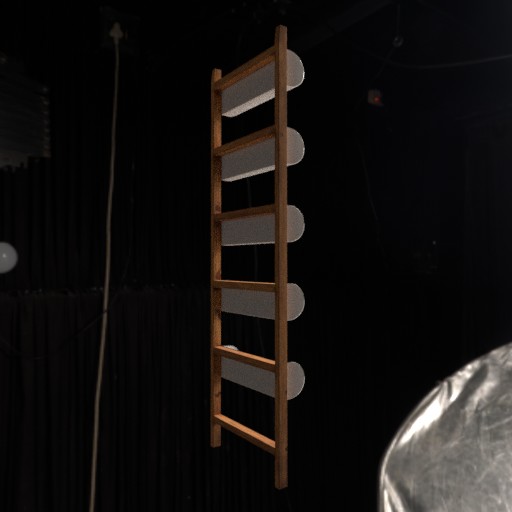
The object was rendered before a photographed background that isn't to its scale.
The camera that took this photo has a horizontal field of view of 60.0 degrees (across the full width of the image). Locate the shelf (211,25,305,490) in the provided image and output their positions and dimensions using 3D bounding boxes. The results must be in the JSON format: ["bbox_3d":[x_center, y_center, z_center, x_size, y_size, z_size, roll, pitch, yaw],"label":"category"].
[{"bbox_3d":[0.000,0.000,1.746,0.141,1.600,0.454,1,-1,-37],"label":"shelf"}]
